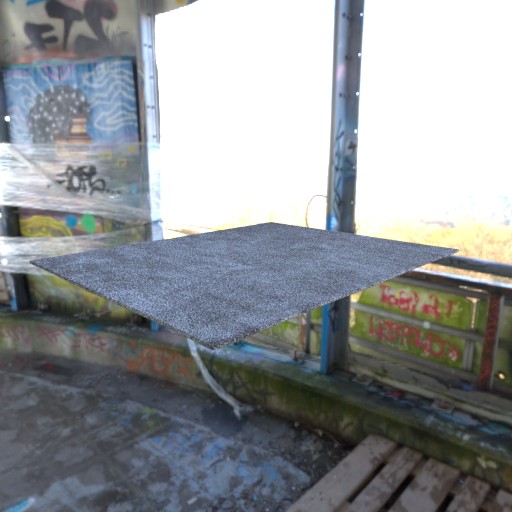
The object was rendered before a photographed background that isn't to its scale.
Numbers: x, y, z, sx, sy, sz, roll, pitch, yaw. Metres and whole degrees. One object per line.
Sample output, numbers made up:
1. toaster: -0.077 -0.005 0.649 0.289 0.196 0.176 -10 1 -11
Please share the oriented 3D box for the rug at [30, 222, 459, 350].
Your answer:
1. rug: 0.000 0.000 3.938 2.401 0.025 3.000 13 18 43
